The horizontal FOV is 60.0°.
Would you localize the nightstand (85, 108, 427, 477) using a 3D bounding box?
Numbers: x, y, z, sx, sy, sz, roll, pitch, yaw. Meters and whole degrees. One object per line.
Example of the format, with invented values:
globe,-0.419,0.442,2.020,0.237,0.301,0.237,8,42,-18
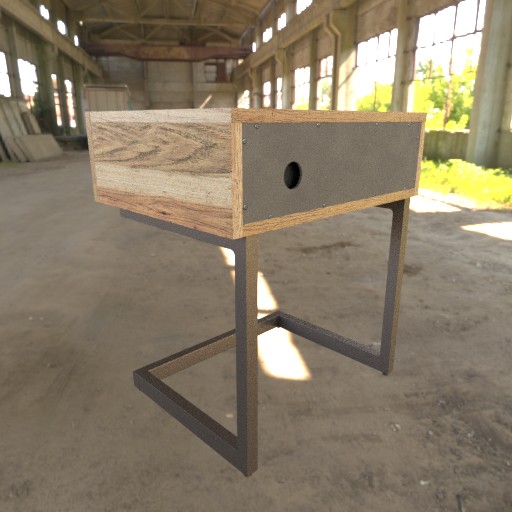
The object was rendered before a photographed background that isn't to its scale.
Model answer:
nightstand,0.000,0.000,1.022,0.558,0.632,0.481,-16,23,-42
